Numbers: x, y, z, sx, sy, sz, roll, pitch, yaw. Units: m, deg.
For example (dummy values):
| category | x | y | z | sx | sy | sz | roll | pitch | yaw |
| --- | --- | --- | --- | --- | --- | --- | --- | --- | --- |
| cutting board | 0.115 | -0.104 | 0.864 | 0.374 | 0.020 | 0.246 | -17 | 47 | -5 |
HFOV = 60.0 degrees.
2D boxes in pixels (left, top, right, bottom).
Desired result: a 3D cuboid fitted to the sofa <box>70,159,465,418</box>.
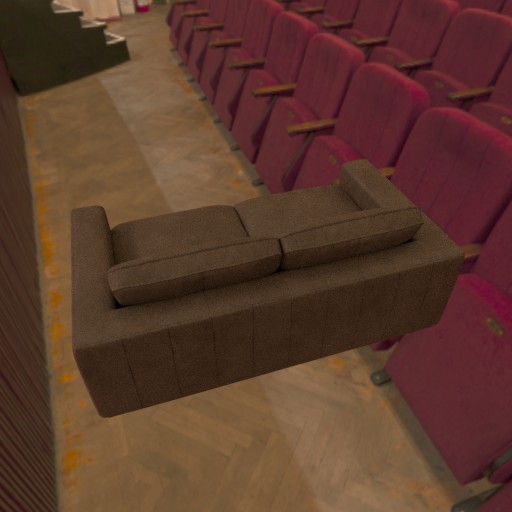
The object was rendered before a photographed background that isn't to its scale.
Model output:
| category | x | y | z | sx | sy | sz | roll | pitch | yaw |
| --- | --- | --- | --- | --- | --- | --- | --- | --- | --- |
| sofa | 0.000 | 0.000 | 2.491 | 1.920 | 0.800 | 1.070 | -12 | 43 | -14 |
